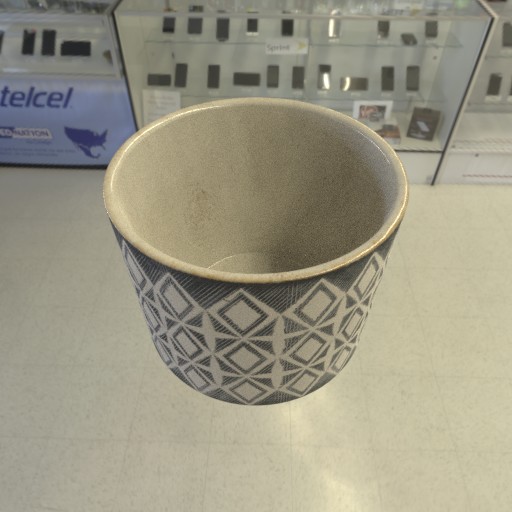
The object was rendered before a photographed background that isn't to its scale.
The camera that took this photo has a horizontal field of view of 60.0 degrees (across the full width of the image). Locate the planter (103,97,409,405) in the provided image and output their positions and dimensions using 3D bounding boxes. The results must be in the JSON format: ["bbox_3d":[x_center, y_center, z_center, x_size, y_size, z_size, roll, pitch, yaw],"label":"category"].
[{"bbox_3d":[0.000,0.000,0.344,0.192,0.165,0.192,0,46,0],"label":"planter"}]
